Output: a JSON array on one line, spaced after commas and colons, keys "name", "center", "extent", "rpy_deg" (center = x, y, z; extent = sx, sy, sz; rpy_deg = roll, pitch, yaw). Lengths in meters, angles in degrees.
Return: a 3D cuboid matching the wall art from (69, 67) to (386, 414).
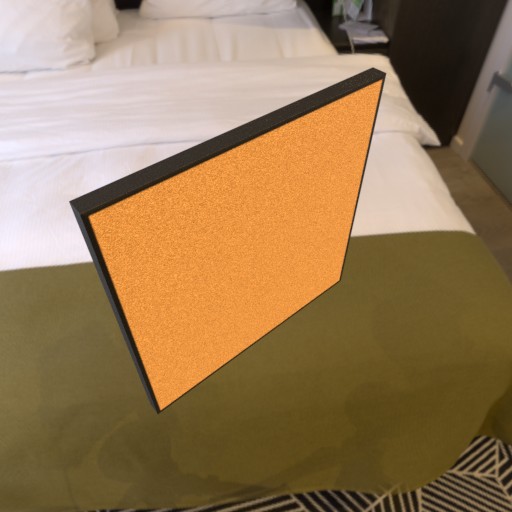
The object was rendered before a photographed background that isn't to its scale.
[{"name": "wall art", "center": [0.000, 0.000, 1.167], "extent": [0.769, 0.766, 0.042], "rpy_deg": [-32, 55, -26]}]
